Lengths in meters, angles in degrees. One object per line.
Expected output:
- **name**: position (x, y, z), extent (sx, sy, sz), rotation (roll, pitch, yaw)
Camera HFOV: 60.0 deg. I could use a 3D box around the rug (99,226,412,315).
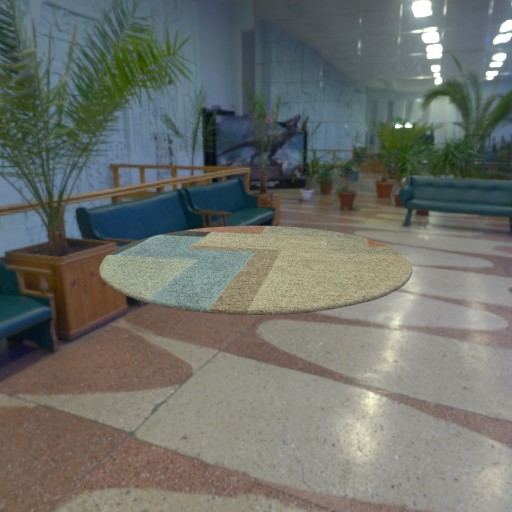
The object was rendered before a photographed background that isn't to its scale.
- **rug**: position (0.000, 0.000, 3.677), extent (2.461, 0.033, 2.461), rotation (0, 15, 0)
